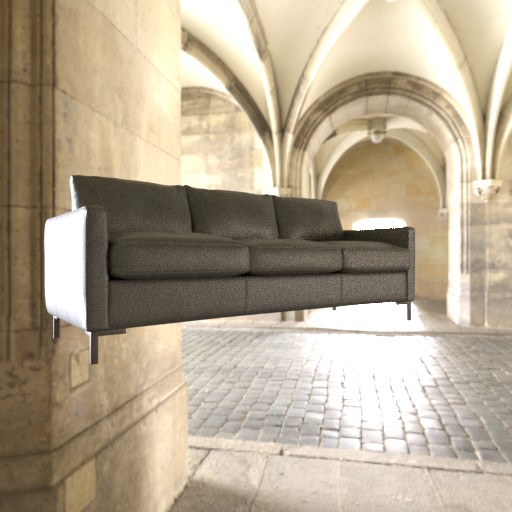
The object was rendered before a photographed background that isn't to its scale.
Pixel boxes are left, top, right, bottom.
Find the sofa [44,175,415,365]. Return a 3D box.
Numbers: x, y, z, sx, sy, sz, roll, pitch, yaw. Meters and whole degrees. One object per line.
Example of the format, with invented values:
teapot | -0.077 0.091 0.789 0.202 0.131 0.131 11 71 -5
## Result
sofa | 0.000 0.000 2.444 2.029 0.805 0.748 0 0 -36
